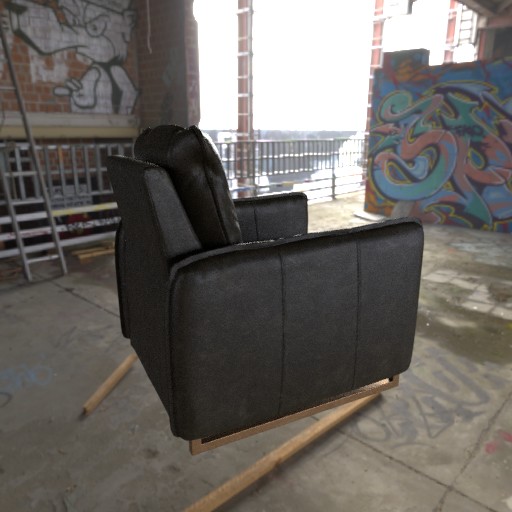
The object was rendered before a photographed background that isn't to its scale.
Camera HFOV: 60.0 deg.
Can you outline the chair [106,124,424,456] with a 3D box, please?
[{"bbox_3d":[0.000,0.000,1.629,0.921,0.921,0.830,-8,18,-26],"label":"chair"}]
